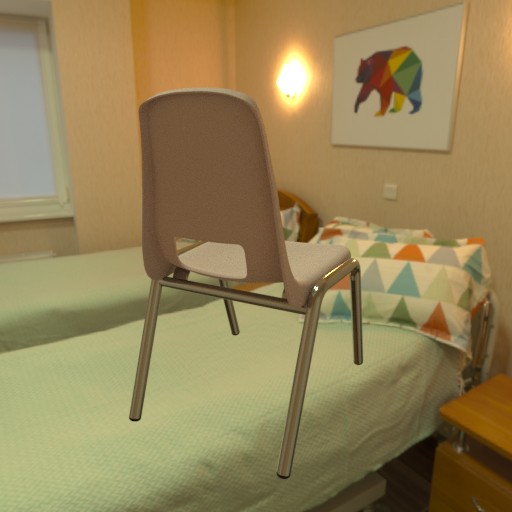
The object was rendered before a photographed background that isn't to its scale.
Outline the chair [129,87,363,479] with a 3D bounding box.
[{"bbox_3d":[0.000,0.000,0.860,0.354,0.586,0.423,8,18,26],"label":"chair"}]
